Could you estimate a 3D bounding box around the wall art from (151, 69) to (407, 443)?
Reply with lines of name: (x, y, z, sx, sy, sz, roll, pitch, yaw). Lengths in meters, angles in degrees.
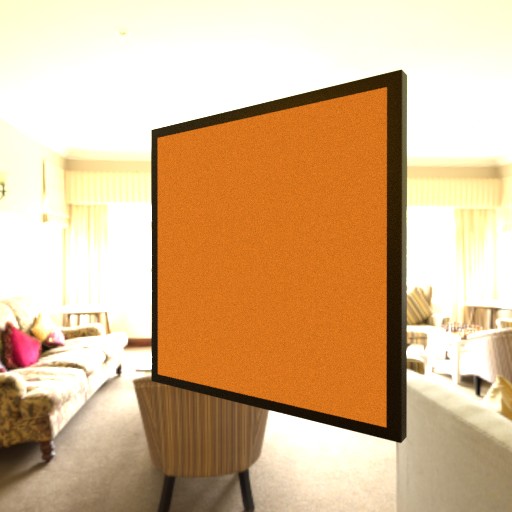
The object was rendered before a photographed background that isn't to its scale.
wall art: (0.000, 0.000, 1.135, 0.755, 0.761, 0.038, 0, 0, 36)
